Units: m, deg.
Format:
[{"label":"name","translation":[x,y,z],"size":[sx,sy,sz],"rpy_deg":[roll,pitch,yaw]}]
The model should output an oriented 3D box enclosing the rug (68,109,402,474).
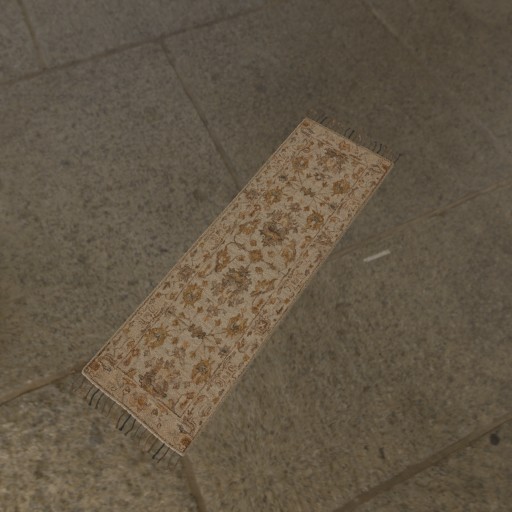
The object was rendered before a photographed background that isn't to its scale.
[{"label":"rug","translation":[0.000,0.000,2.698],"size":[0.729,0.021,2.438],"rpy_deg":[33,68,15]}]
